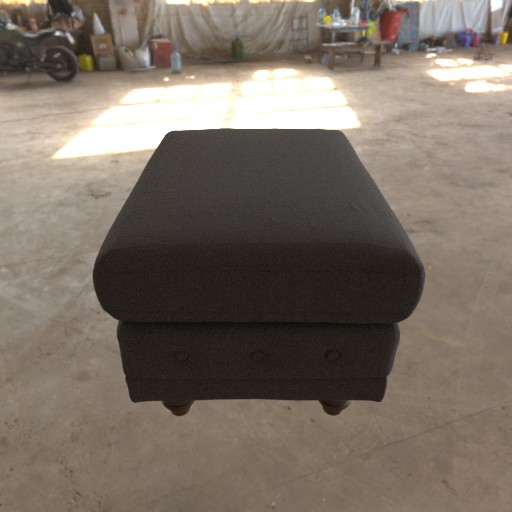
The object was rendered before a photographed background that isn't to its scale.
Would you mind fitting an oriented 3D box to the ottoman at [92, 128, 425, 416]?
[{"bbox_3d":[0.000,0.000,1.146,0.569,0.500,0.771,0,32,0],"label":"ottoman"}]
